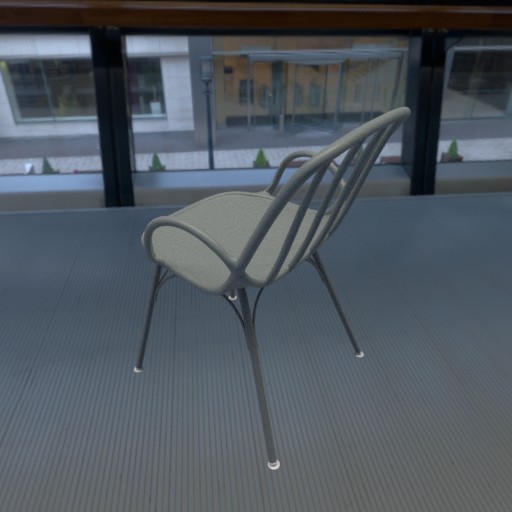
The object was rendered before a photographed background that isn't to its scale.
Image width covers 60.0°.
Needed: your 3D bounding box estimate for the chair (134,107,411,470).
[{"bbox_3d":[0.000,0.000,1.180,0.597,0.816,0.549,21,38,31],"label":"chair"}]
